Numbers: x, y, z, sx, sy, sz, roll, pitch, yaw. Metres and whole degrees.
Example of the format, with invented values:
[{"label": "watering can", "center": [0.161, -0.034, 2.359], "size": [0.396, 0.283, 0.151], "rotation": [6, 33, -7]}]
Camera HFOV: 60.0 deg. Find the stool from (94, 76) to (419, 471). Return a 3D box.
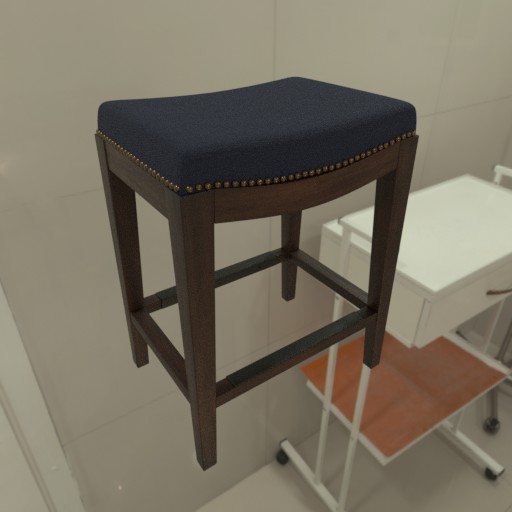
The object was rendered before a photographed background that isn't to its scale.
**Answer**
[{"label": "stool", "center": [0.000, 0.000, 0.946], "size": [0.500, 0.642, 0.361], "rotation": [-20, 37, -29]}]
